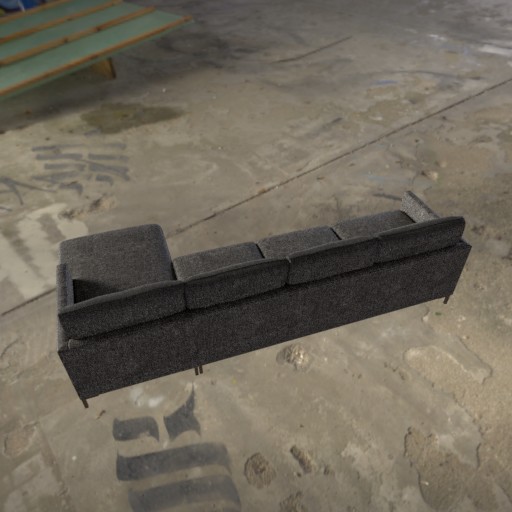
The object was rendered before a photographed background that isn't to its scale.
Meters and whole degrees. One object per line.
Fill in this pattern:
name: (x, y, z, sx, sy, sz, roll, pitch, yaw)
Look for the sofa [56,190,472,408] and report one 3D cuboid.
sofa: (0.000, 0.000, 4.028, 3.384, 0.970, 1.488, -13, 43, -14)
